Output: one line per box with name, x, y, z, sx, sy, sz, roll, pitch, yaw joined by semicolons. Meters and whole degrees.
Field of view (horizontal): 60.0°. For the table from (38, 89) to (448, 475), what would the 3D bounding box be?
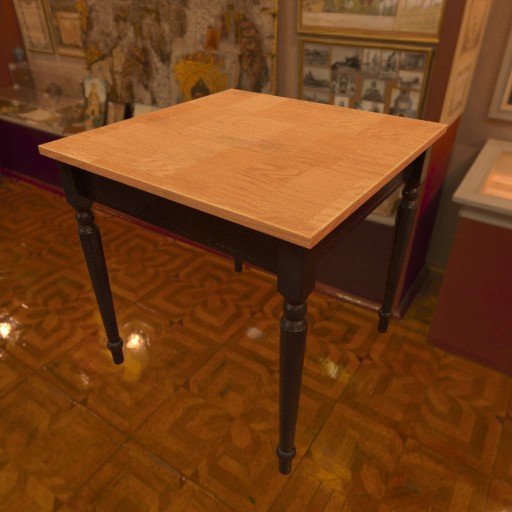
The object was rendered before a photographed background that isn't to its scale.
table;0.000;0.000;1.330;0.747;0.738;0.747;21;38;29
